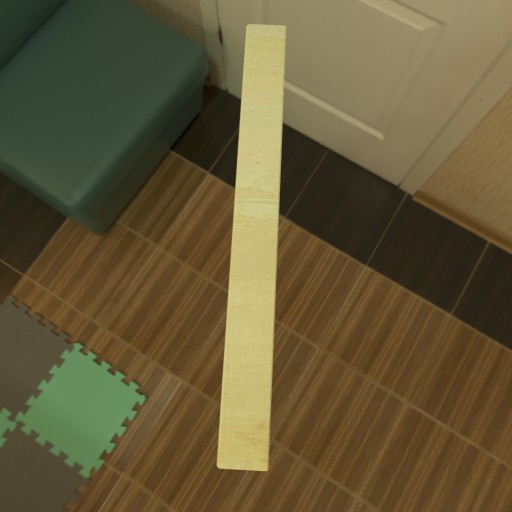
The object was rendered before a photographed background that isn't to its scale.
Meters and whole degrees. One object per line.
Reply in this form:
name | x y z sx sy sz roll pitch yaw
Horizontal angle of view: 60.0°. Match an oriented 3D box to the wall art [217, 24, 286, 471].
wall art | 0.000 0.000 0.488 0.037 0.251 0.383 3 76 1
